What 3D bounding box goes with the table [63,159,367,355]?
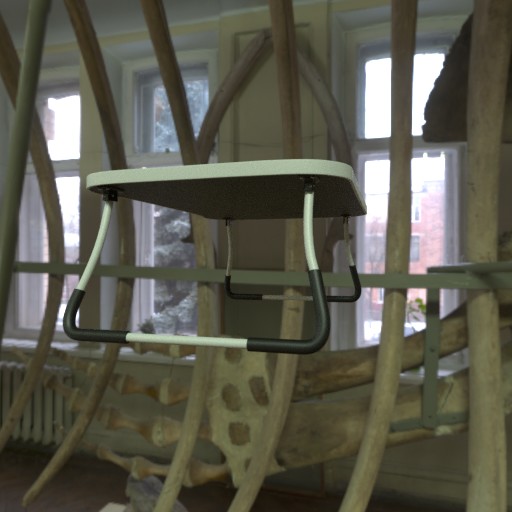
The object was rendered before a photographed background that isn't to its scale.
[{"bbox_3d":[0.000,0.000,0.862,0.400,0.232,0.660,0,0,17],"label":"table"}]
